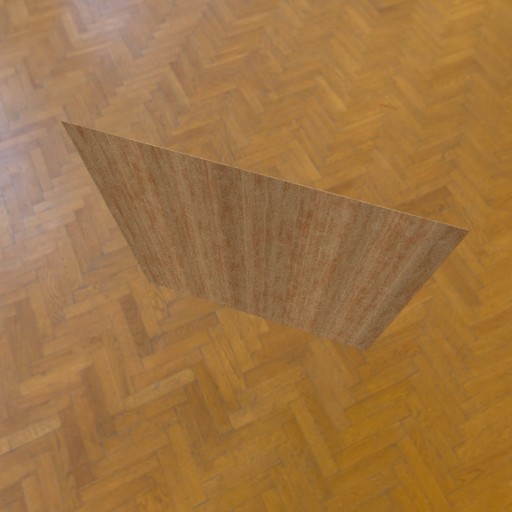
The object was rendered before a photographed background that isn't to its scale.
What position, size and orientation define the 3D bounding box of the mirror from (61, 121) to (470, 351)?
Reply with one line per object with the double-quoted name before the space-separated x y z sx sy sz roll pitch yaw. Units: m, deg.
"mirror" 0.000 0.000 0.970 0.651 0.651 0.047 17 64 8
